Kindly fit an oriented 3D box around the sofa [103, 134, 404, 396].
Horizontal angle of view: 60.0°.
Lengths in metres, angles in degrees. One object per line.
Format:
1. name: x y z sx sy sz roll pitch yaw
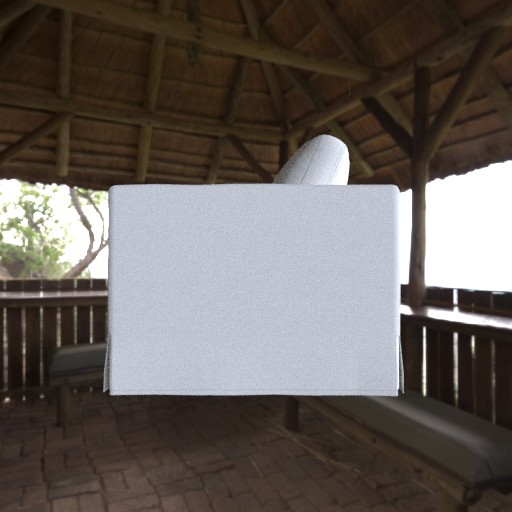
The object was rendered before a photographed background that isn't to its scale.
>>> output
1. sofa: 0.000 0.000 2.365 1.009 0.932 1.813 0 0 1
